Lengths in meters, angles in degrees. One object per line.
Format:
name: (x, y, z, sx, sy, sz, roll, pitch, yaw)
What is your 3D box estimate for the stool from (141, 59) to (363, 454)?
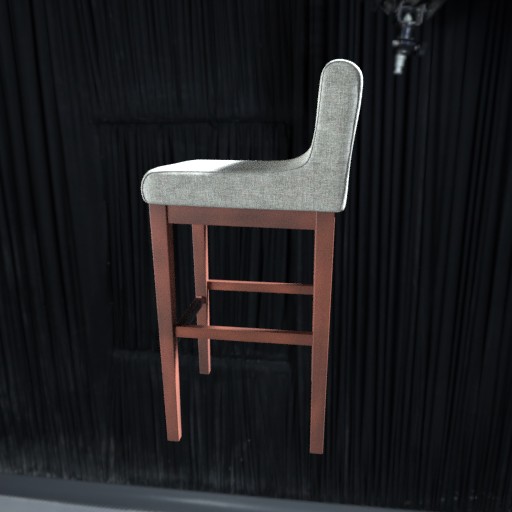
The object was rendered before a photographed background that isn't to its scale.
stool: (0.000, 0.000, 1.245, 0.499, 0.965, 0.426, 2, 15, 7)
